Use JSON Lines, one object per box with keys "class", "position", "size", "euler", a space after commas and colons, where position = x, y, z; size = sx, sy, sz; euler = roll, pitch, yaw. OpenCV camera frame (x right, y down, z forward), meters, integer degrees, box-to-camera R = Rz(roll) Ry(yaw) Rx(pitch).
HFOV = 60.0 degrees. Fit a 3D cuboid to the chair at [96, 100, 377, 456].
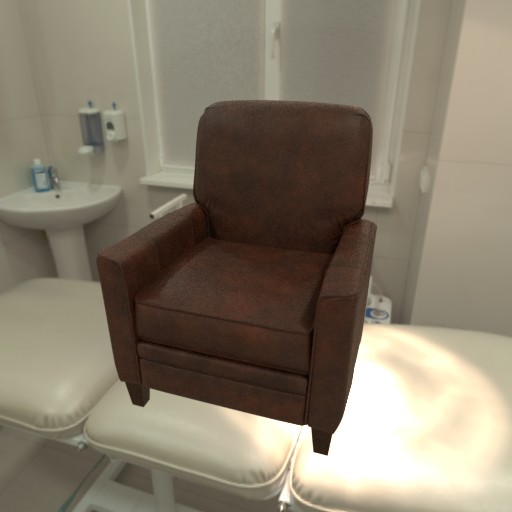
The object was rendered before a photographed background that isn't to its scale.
{"class": "chair", "position": [0.000, 0.000, 1.676], "size": [0.843, 1.043, 0.836], "euler": [8, 26, 17]}
